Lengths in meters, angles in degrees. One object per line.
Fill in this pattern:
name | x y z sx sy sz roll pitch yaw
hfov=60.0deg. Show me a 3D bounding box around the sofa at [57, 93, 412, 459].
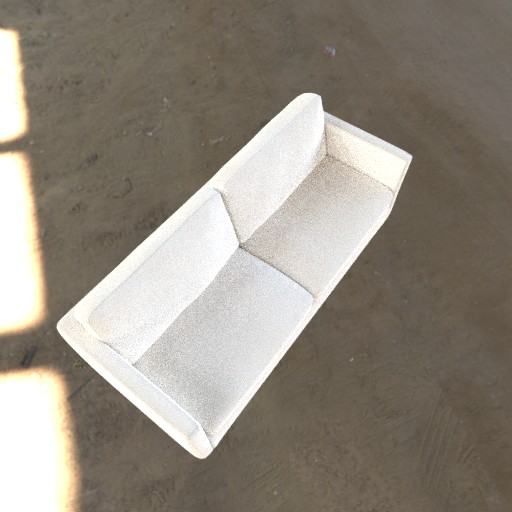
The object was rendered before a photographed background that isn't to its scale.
sofa | 0.000 0.000 2.703 0.924 0.933 2.139 33 64 19
